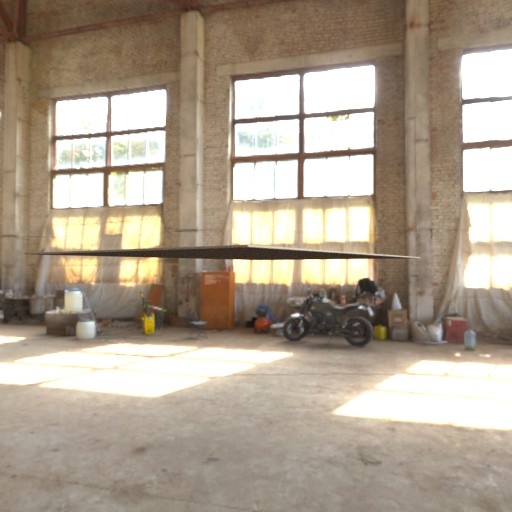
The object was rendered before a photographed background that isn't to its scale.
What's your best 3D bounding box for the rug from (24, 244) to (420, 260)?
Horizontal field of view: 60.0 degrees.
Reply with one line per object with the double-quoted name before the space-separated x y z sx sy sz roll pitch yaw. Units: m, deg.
"rug" 0.000 0.000 2.354 1.220 0.007 1.828 -1 -2 35
